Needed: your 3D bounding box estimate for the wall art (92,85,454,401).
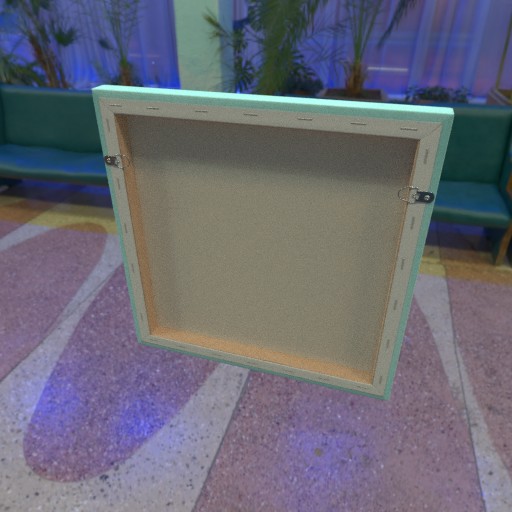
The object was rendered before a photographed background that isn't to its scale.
[{"bbox_3d":[0.000,0.000,1.114,0.765,0.766,0.054,9,33,15],"label":"wall art"}]
